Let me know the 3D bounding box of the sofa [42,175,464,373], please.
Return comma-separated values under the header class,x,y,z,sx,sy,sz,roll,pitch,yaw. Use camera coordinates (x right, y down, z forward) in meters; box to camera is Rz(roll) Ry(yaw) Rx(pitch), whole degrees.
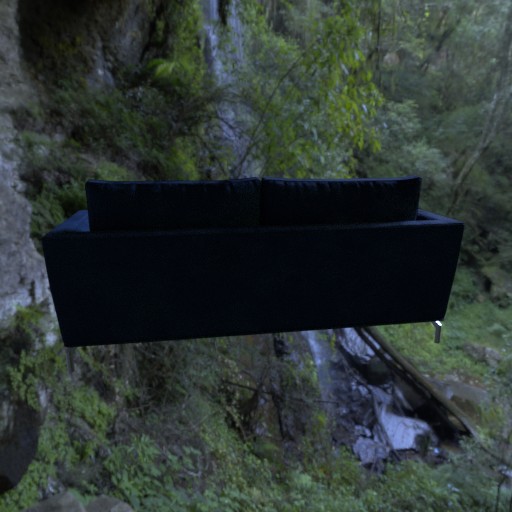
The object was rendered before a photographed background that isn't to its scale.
class,x,y,z,sx,sy,sz,roll,pitch,yaw
sofa,0.000,0.000,2.727,2.212,0.998,0.853,-2,15,-9
